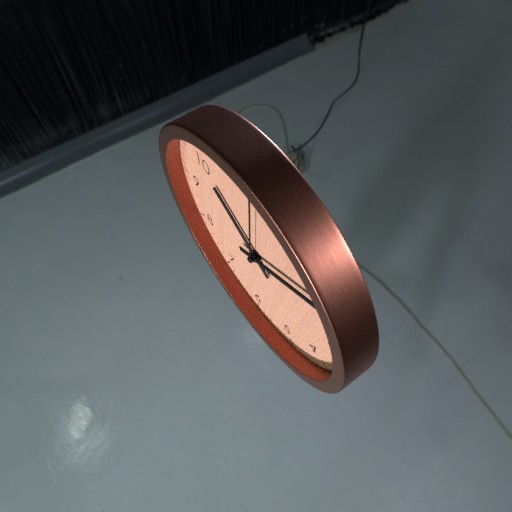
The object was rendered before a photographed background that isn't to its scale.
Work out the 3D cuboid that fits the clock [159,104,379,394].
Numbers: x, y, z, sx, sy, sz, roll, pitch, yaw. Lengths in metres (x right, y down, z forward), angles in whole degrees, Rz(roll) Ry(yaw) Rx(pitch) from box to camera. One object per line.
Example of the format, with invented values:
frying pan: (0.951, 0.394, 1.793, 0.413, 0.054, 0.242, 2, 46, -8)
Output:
clock: (0.000, 0.000, 0.465, 0.040, 0.313, 0.313, -33, 67, -16)
